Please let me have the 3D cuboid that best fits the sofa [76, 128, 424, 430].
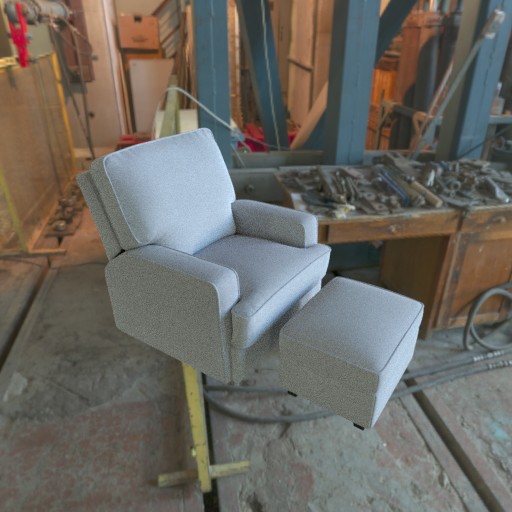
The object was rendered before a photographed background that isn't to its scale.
[{"bbox_3d":[0.000,0.000,2.069,1.472,0.959,0.861,18,33,30],"label":"sofa"}]
